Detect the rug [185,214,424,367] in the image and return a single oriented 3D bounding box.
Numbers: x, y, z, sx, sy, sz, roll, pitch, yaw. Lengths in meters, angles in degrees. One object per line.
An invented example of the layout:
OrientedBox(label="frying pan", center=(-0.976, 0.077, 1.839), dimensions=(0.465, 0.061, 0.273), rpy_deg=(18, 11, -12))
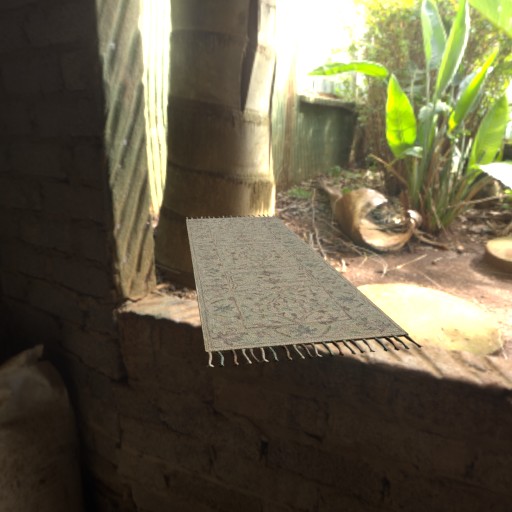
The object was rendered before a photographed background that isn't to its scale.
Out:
OrientedBox(label="rug", center=(0.000, 0.000, 2.653), dimensions=(0.769, 0.013, 2.440), rpy_deg=(-3, 17, -10))
